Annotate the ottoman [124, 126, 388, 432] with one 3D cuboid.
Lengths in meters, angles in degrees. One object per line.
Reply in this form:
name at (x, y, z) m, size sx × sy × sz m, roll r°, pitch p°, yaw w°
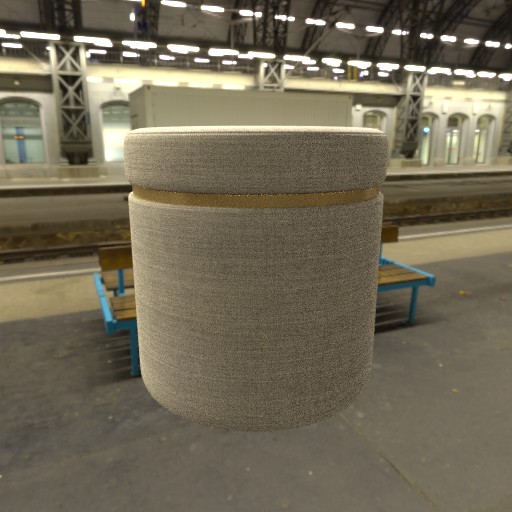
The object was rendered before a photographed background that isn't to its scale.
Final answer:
ottoman at (0.000, 0.000, 0.739) m, size 0.400 × 0.406 × 0.400 m, roll 0°, pitch 14°, yaw 0°
